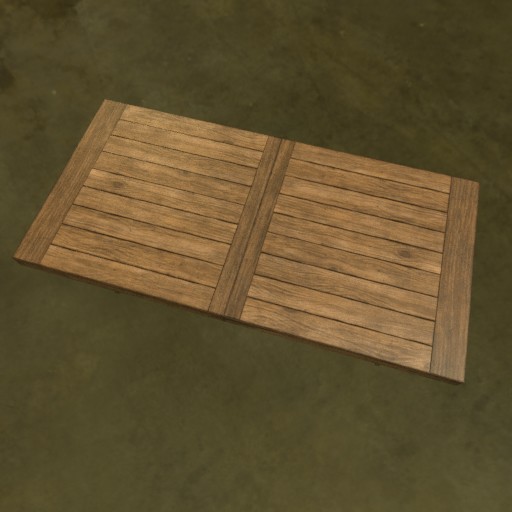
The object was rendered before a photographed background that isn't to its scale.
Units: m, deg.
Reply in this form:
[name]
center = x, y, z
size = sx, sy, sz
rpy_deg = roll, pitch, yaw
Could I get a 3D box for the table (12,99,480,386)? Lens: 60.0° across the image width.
[table]
center = 0.000, 0.000, 2.285
size = 1.867, 0.757, 0.931
rpy_deg = 14, 65, 7
